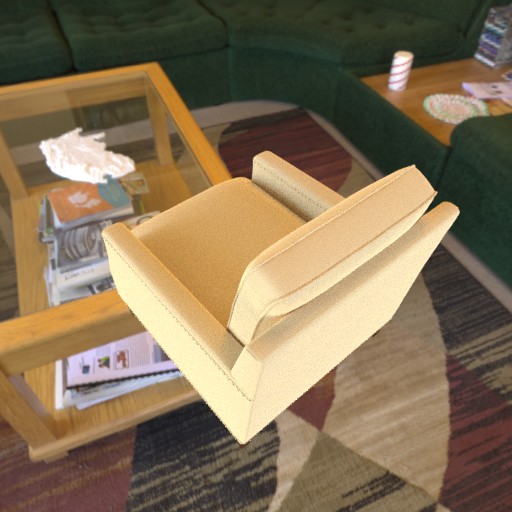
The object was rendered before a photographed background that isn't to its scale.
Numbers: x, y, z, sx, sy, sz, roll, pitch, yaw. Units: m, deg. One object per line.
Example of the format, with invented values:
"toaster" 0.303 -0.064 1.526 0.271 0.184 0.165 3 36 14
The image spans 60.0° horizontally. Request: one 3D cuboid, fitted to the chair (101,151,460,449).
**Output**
"chair" 0.000 0.000 1.712 0.853 0.943 1.014 -32 54 -27
